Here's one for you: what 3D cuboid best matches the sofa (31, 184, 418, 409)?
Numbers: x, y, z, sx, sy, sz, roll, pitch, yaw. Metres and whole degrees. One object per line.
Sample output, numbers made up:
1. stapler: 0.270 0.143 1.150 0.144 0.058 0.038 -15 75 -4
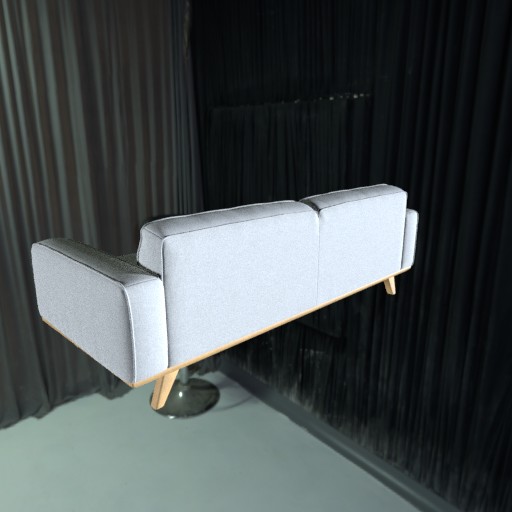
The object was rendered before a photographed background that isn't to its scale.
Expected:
1. sofa: 0.000 0.000 2.686 2.270 0.781 0.956 -15 22 -42
